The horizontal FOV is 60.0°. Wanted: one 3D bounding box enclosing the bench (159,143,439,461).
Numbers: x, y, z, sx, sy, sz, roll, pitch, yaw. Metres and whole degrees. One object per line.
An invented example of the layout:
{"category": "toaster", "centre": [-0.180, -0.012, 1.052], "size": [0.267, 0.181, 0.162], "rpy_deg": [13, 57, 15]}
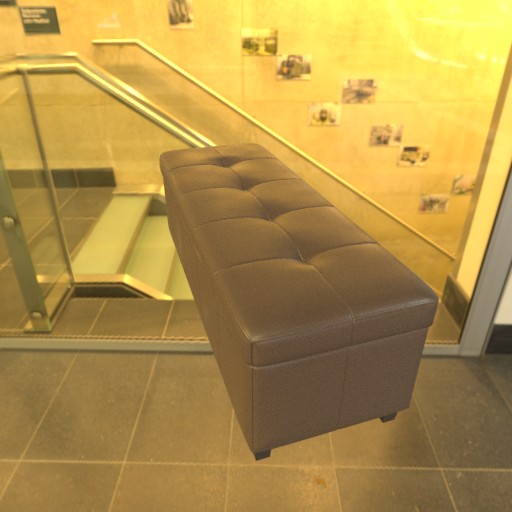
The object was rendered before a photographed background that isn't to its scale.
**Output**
{"category": "bench", "centre": [0.000, 0.000, 1.463], "size": [0.450, 0.417, 1.219], "rpy_deg": [-9, 32, -16]}
